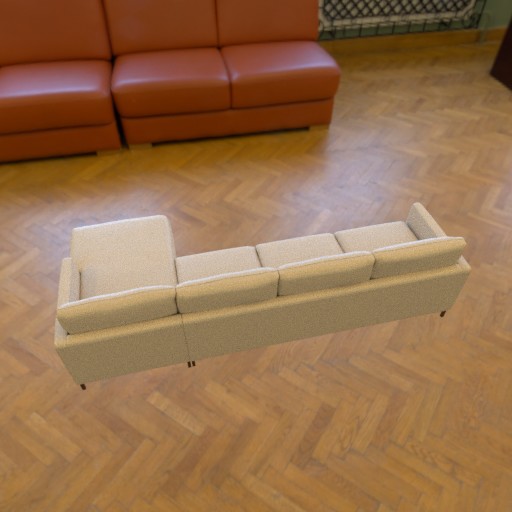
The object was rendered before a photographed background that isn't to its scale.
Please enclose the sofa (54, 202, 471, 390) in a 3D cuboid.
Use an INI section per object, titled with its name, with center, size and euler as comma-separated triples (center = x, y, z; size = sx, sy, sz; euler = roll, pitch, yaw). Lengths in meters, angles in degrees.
[sofa]
center = 0.000, 0.000, 3.296
size = 2.731, 0.755, 1.258
euler = -9, 47, -9
